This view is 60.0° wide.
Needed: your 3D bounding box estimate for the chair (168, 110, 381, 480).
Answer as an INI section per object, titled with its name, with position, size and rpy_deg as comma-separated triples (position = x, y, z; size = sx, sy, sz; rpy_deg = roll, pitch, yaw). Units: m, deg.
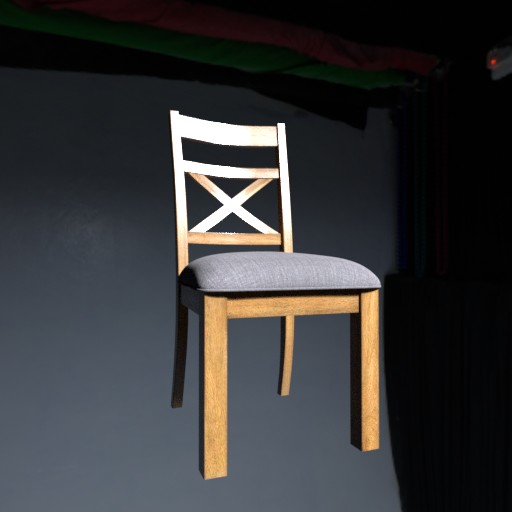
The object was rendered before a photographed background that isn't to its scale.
[chair]
position = 0.000, 0.000, 1.269
size = 0.470, 0.949, 0.581
rpy_deg = 0, -1, -21
